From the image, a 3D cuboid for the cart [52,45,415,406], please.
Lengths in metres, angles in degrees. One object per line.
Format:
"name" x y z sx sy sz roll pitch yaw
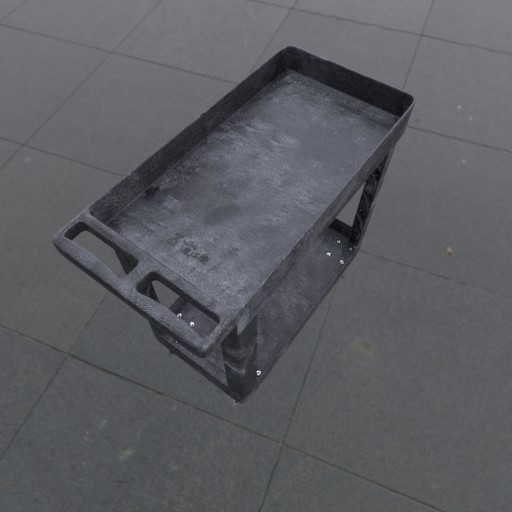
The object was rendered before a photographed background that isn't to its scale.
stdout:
"cart" 0.000 0.000 1.379 0.420 0.824 0.877 32 62 19
